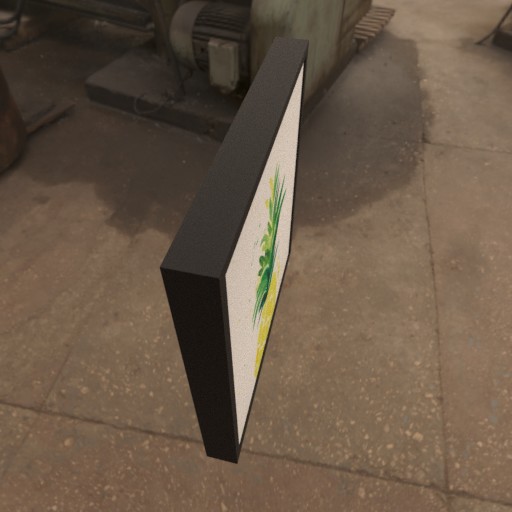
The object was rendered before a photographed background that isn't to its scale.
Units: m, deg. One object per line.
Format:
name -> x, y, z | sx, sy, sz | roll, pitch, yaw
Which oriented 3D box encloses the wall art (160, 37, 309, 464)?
wall art -> 0.000, 0.000, 0.446 | 0.033, 0.304, 0.305 | 10, 49, 9
